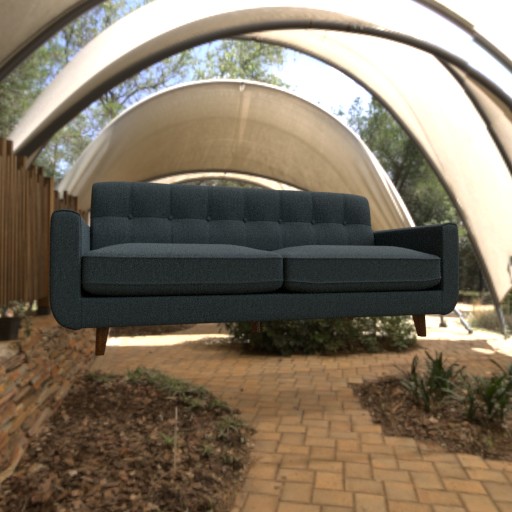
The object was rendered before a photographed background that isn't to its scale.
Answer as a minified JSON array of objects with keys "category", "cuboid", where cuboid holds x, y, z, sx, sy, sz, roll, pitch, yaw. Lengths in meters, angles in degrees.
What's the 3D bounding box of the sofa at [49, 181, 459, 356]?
[{"category":"sofa","cuboid":[0.000,0.000,2.551,2.055,0.884,0.942,0,-1,-17]}]
